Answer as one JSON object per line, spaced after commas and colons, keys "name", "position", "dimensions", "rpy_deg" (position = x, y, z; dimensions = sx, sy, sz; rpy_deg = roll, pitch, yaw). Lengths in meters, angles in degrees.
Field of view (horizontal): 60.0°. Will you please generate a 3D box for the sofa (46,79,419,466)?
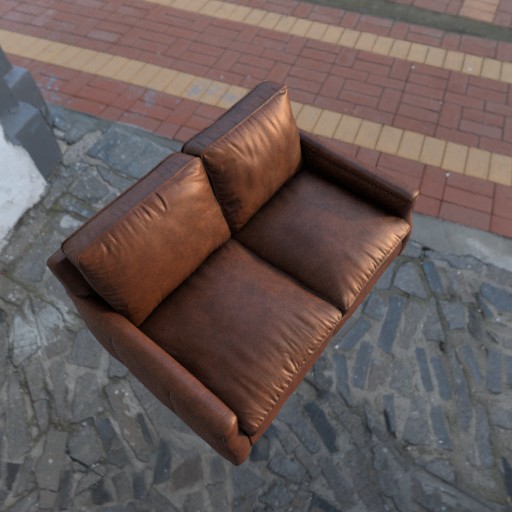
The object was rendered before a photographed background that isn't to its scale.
{"name": "sofa", "position": [0.000, 0.000, 2.280], "dimensions": [1.083, 1.003, 1.628], "rpy_deg": [34, 64, 20]}
